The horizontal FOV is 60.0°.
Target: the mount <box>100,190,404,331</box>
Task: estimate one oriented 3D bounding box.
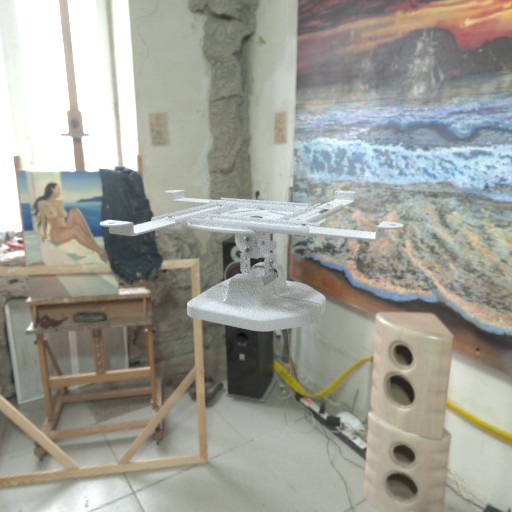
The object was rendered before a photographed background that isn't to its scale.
[{"bbox_3d":[0.000,0.000,0.598,0.394,0.141,0.394,7,17,26],"label":"mount"}]
